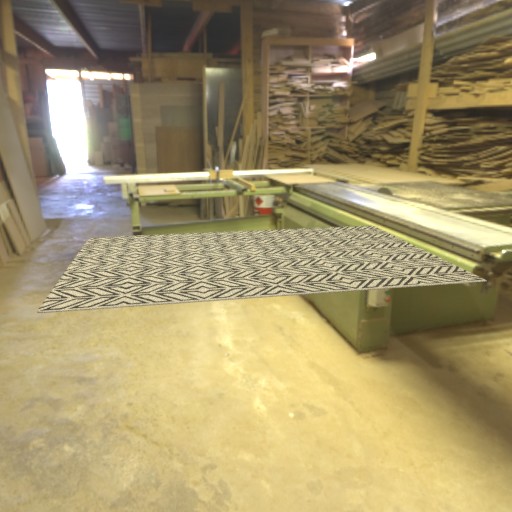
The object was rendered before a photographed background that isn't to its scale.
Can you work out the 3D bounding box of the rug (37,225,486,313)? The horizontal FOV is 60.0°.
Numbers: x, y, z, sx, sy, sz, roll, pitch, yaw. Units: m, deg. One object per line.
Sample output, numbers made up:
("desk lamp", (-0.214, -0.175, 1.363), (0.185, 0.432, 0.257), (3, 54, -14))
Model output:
("rug", (0.000, 0.000, 3.060), (2.438, 0.008, 1.523), (-3, 17, -10))
